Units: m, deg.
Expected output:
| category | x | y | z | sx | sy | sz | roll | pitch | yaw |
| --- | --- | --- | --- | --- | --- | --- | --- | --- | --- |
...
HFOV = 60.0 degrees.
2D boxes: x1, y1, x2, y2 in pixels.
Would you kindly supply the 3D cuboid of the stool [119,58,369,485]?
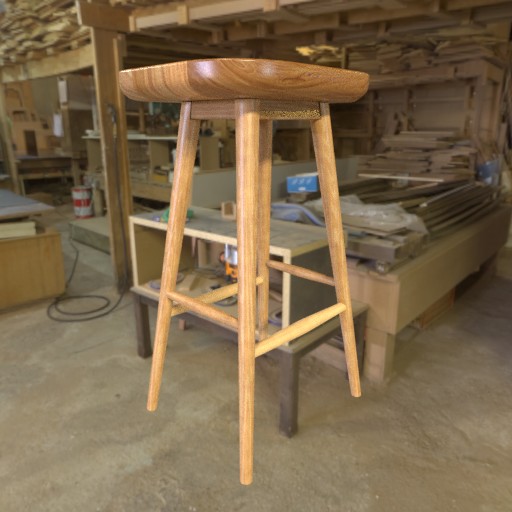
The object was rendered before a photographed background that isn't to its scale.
| category | x | y | z | sx | sy | sz | roll | pitch | yaw |
| --- | --- | --- | --- | --- | --- | --- | --- | --- | --- |
| stool | 0.000 | 0.000 | 0.914 | 0.322 | 0.698 | 0.407 | 16 | 23 | 42 |
